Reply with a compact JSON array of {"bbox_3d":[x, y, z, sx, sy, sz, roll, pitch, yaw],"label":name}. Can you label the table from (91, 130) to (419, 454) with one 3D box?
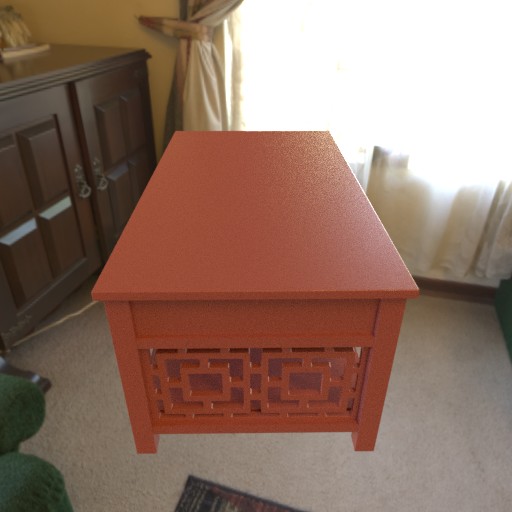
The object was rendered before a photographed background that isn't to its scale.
[{"bbox_3d":[0.000,0.000,1.391,0.612,0.493,1.068,0,31,-1],"label":"table"}]
